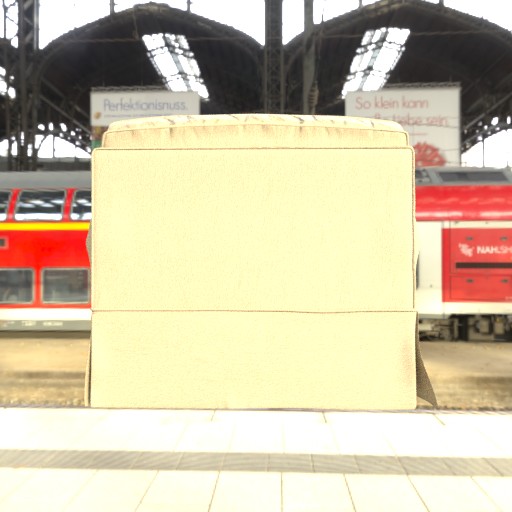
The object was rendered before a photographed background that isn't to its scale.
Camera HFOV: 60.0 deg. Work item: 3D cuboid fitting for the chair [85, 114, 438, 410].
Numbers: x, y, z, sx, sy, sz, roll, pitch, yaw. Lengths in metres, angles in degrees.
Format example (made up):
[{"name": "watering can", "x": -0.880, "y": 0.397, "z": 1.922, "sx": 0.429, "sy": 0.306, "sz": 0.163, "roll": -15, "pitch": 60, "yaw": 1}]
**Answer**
[{"name": "chair", "x": 0.000, "y": 0.000, "z": 1.767, "sx": 1.096, "sy": 0.937, "sz": 0.903, "roll": 0, "pitch": -1, "yaw": 1}]
